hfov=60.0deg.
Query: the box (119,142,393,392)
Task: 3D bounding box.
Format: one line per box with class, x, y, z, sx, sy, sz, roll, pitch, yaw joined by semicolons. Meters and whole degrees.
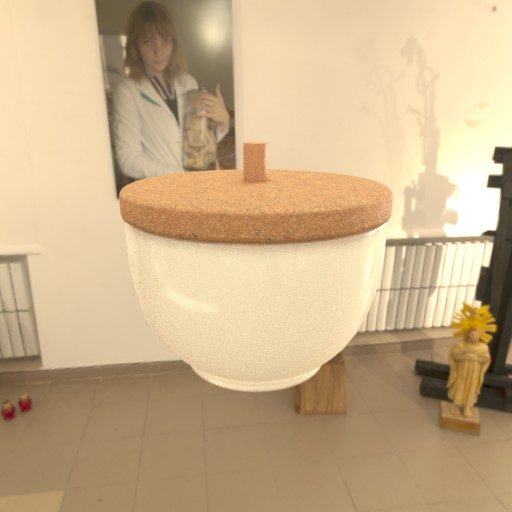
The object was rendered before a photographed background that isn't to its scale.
box;0.000;0.000;0.189;0.107;0.094;0.107;0;17;0
